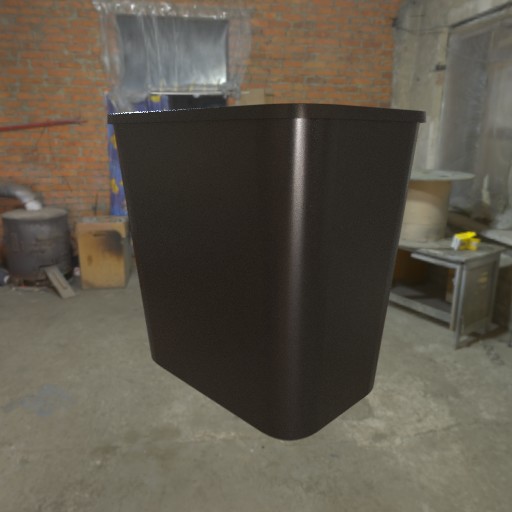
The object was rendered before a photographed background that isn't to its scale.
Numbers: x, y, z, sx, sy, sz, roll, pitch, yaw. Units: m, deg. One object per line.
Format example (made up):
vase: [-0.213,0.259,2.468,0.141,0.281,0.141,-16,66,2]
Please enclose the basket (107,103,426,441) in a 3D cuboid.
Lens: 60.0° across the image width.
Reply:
basket: [0.000,0.000,0.502,0.211,0.307,0.300,-15,21,-43]
